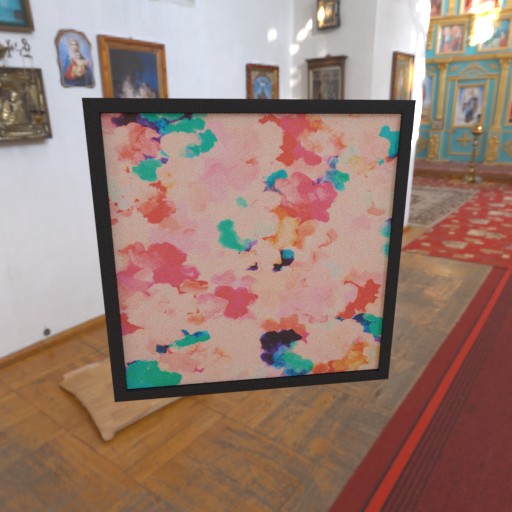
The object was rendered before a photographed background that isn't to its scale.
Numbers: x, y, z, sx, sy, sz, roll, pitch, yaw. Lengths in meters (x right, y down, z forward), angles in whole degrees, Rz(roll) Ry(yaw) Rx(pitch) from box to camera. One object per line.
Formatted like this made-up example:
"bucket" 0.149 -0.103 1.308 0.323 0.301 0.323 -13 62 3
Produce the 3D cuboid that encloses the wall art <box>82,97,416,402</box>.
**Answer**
"wall art" 0.000 0.000 0.755 0.506 0.503 0.036 -2 17 -8
